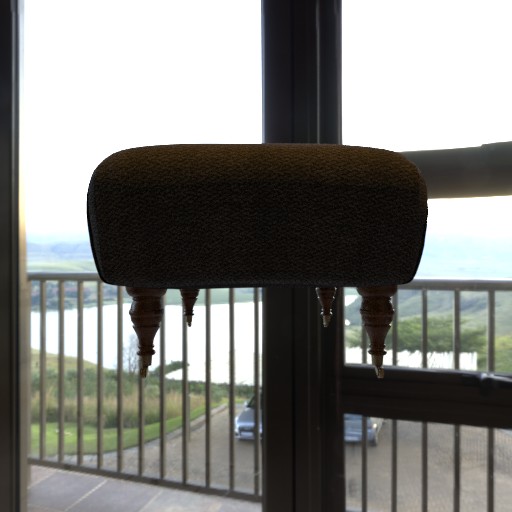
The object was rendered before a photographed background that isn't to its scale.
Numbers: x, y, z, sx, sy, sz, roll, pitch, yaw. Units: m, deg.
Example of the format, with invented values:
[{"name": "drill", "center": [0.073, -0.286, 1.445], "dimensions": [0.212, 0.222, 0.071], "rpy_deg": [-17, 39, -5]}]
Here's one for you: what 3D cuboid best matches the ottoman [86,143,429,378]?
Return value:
[{"name": "ottoman", "center": [0.000, 0.000, 1.109], "dimensions": [0.622, 0.450, 0.747], "rpy_deg": [0, 0, -1]}]
